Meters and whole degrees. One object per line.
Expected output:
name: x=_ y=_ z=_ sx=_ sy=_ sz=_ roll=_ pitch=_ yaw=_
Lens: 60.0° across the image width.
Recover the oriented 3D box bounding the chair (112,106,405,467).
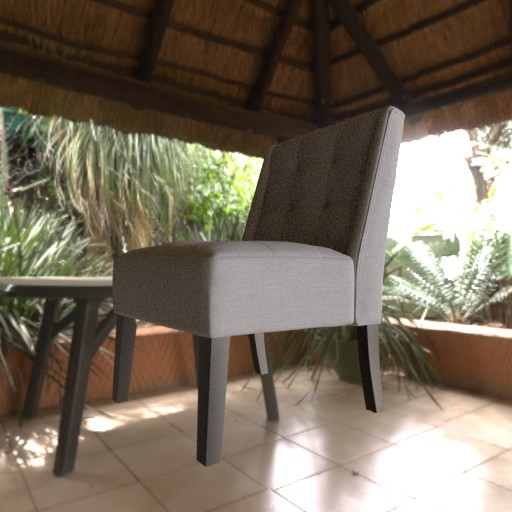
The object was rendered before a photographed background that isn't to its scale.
chair: x=0.000 y=0.000 z=1.288 sx=0.676 sy=0.853 sz=0.569 roll=1 pitch=-1 yaw=-37
